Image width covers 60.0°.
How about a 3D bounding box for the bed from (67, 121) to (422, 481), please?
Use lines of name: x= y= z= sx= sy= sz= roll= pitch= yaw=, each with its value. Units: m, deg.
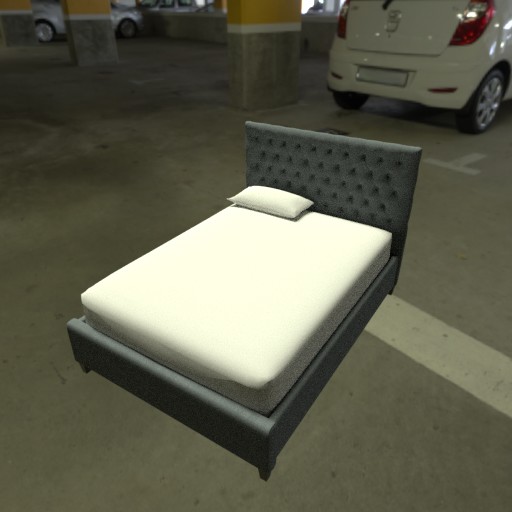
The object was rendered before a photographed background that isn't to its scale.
bed: x=0.000 y=0.000 z=3.428 sx=1.698 sy=1.411 sz=2.335 roll=18 pitch=34 yaw=28
